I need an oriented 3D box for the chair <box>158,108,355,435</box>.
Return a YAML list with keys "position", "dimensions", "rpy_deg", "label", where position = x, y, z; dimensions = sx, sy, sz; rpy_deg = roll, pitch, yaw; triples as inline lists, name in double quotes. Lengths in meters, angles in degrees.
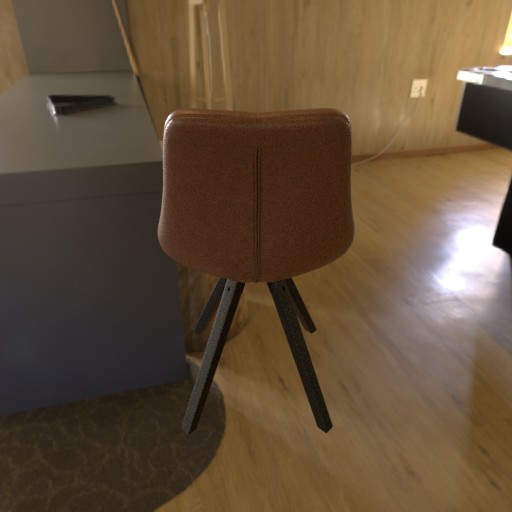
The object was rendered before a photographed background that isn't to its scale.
- position: [0.000, 0.000, 1.165]
  dimensions: [0.475, 0.850, 0.550]
  rpy_deg: [0, 30, -1]
  label: "chair"
